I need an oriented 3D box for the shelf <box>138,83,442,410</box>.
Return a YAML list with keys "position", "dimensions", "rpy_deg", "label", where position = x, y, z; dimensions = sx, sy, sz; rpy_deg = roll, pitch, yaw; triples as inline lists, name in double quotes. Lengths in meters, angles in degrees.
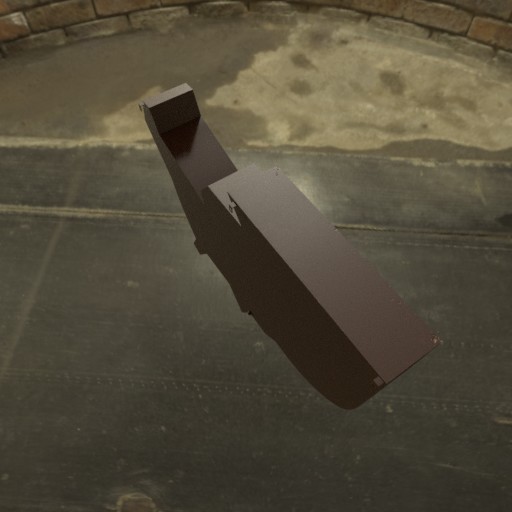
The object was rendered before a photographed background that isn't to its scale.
- position: [0.000, 0.000, 0.925]
  dimensions: [0.112, 0.439, 0.729]
  rpy_deg: [-30, 63, -17]
  label: "shelf"
